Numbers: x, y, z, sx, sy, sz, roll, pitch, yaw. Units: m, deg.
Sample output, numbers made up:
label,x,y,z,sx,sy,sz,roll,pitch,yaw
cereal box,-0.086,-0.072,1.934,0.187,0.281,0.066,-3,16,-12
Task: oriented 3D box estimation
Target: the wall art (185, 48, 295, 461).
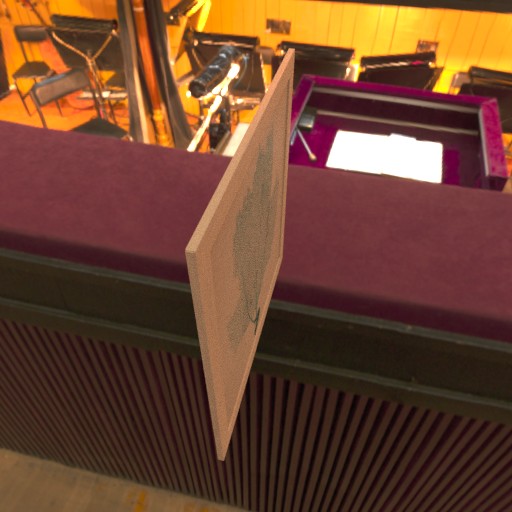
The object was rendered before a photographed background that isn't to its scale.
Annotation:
label,x,y,z,sx,sy,sz,roll,pitch,yaw
wall art,0.000,0.000,0.875,0.013,0.584,0.584,10,46,10
